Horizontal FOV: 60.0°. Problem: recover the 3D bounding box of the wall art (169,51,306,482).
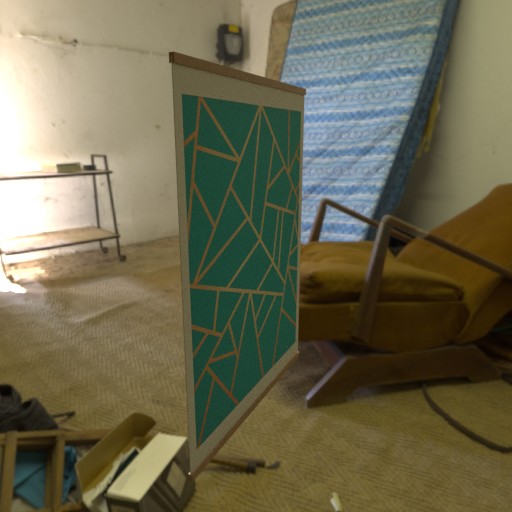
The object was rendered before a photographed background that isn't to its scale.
[{"bbox_3d":[0.000,0.000,1.337,0.013,1.016,0.758,7,16,25],"label":"wall art"}]
